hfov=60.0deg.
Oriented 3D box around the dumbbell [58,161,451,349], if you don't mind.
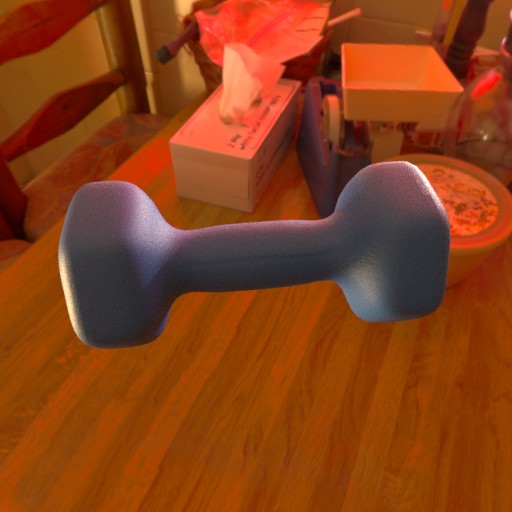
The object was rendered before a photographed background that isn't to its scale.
[{"bbox_3d":[0.000,0.000,0.266,0.212,0.093,0.103,-4,48,-4],"label":"dumbbell"}]
